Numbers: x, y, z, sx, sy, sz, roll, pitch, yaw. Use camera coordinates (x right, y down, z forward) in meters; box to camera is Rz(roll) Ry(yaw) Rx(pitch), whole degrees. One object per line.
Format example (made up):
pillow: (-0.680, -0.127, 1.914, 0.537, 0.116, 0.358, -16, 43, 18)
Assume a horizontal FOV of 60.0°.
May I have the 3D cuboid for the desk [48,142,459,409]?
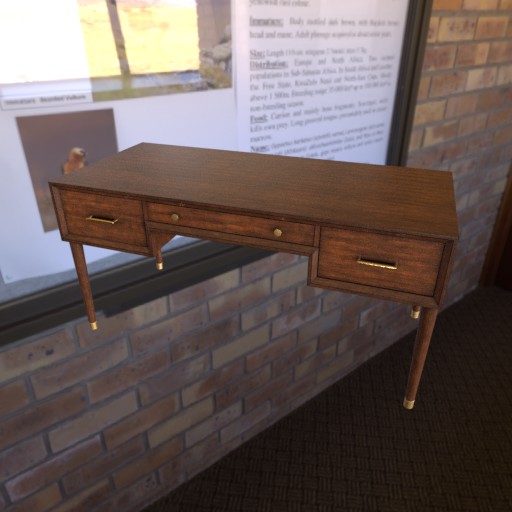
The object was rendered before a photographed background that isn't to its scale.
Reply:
desk: (0.000, 0.000, 2.064, 1.575, 0.762, 0.724, 10, 30, 17)
